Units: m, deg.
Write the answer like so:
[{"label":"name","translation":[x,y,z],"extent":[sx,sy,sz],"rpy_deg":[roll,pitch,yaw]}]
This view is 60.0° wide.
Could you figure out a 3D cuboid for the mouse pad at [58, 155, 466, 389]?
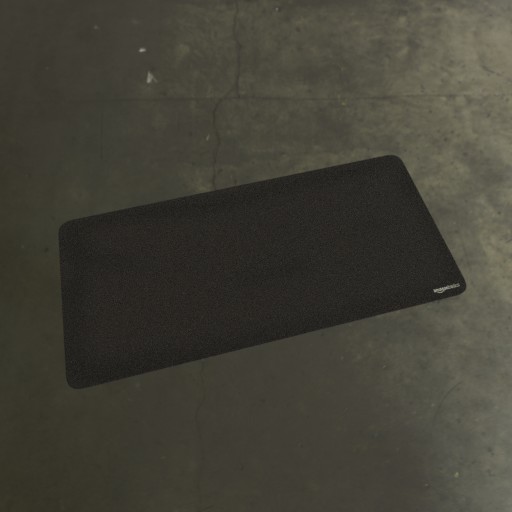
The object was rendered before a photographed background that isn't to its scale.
[{"label":"mouse pad","translation":[0.000,0.000,1.056],"extent":[0.907,0.003,0.424],"rpy_deg":[-13,63,-7]}]
